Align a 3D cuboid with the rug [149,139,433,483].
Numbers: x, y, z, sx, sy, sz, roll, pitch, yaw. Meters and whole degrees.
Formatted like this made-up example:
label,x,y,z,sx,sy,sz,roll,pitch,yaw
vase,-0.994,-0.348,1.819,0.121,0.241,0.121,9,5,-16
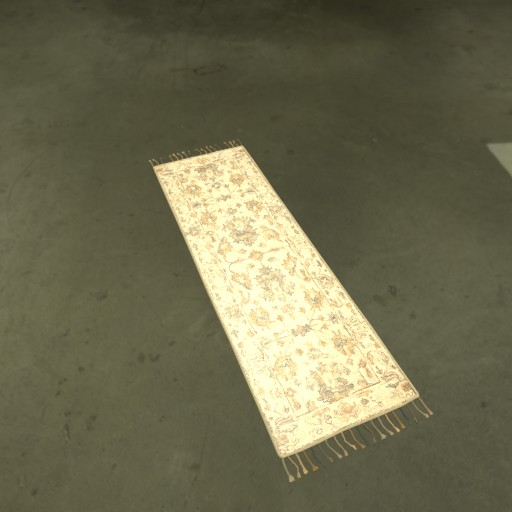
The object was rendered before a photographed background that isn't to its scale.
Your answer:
label,x,y,z,sx,sy,sz,roll,pitch,yaw
rug,0.000,0.000,2.661,0.729,0.021,2.438,-17,50,-15
